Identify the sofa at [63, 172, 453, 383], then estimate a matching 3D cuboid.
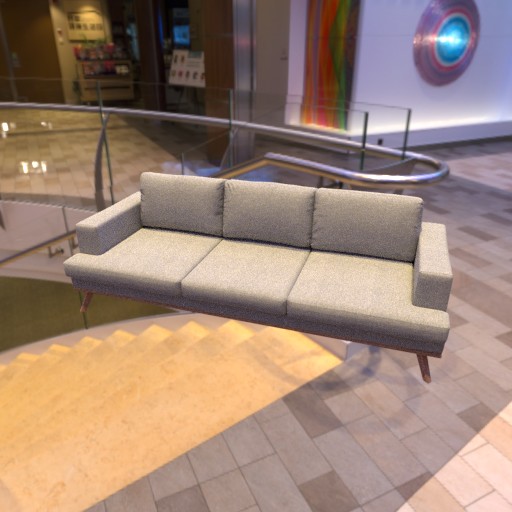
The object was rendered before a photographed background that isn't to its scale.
[{"bbox_3d":[0.000,0.000,2.874,2.310,0.810,0.920,8,27,16],"label":"sofa"}]
